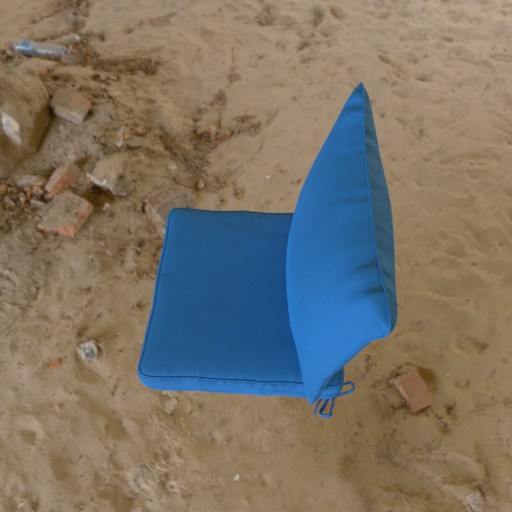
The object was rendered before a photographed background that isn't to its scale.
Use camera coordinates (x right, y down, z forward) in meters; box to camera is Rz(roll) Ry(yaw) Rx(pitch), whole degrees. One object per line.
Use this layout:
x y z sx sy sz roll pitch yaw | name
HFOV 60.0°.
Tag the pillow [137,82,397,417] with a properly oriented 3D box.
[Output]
0.000 0.000 1.370 0.733 0.725 0.798 3 58 2 | pillow
